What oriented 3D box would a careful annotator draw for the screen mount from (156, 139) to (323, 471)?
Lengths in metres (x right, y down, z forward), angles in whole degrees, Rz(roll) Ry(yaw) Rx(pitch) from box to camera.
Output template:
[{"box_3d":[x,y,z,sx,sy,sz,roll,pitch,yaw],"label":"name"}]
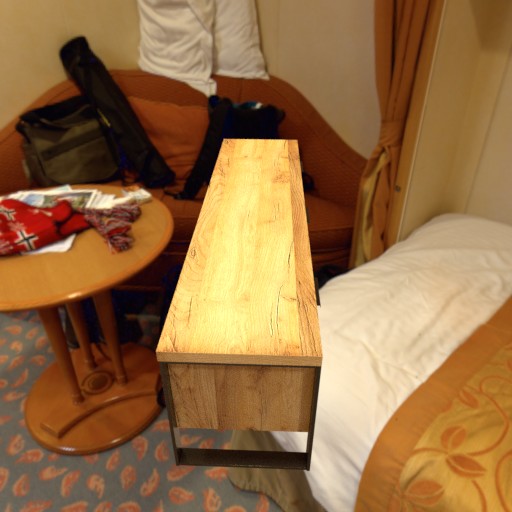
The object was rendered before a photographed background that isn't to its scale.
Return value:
[{"box_3d":[0.000,0.000,1.765,0.395,0.450,1.524,1,33,2],"label":"screen mount"}]
